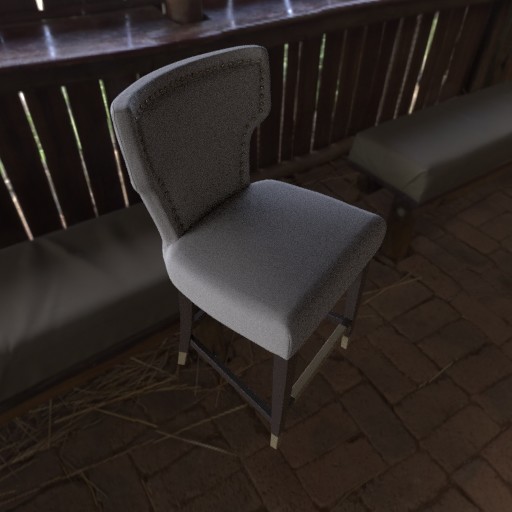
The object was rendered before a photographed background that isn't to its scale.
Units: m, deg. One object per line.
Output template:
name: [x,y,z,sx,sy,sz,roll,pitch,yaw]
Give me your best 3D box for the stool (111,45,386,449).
stool: [0.000,0.000,1.285,0.563,0.982,0.527,26,48,26]
